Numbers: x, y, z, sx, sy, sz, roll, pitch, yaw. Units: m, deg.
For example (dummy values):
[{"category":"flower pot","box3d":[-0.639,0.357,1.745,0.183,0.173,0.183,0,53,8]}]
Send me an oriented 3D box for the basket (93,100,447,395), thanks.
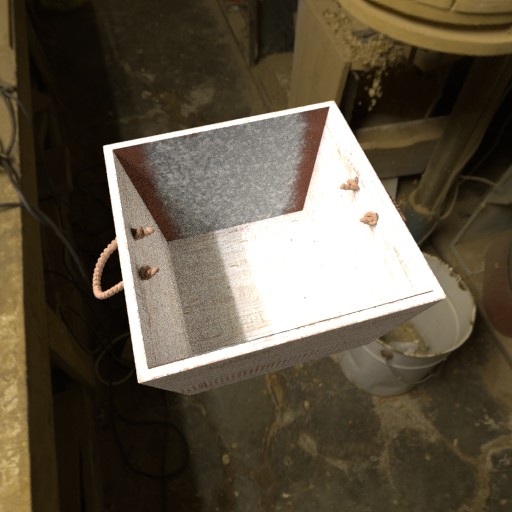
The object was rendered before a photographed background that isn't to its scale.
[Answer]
[{"category":"basket","box3d":[0.000,0.000,0.771,0.545,0.247,0.413,-14,59,-8]}]
